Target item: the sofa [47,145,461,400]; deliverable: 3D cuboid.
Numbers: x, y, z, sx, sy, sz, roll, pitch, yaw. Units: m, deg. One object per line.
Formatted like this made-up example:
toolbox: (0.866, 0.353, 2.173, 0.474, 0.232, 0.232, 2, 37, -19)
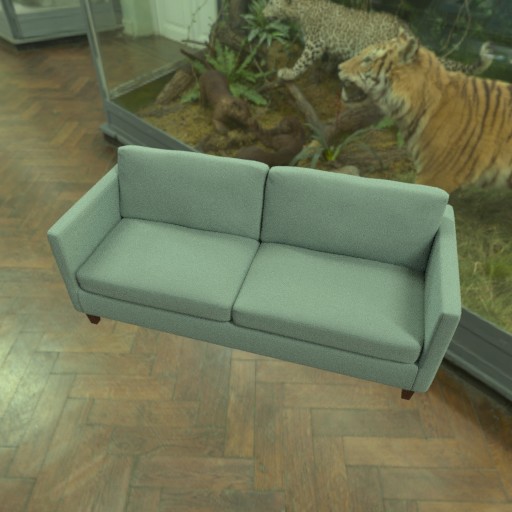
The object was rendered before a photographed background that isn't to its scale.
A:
sofa: (0.000, 0.000, 2.719, 2.208, 0.965, 0.951, 11, 42, 12)
